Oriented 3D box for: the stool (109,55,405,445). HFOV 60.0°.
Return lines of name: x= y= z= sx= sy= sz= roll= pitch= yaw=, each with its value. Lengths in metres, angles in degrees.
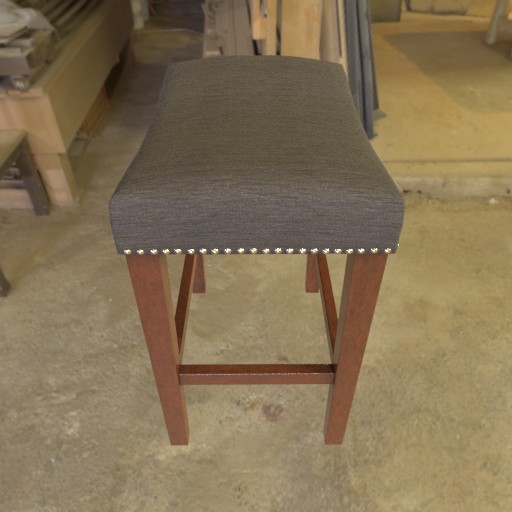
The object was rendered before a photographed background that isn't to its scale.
stool: x=0.000 y=0.000 z=0.907 sx=0.372 sy=0.654 sz=0.504 roll=0 pitch=41 yaw=0
